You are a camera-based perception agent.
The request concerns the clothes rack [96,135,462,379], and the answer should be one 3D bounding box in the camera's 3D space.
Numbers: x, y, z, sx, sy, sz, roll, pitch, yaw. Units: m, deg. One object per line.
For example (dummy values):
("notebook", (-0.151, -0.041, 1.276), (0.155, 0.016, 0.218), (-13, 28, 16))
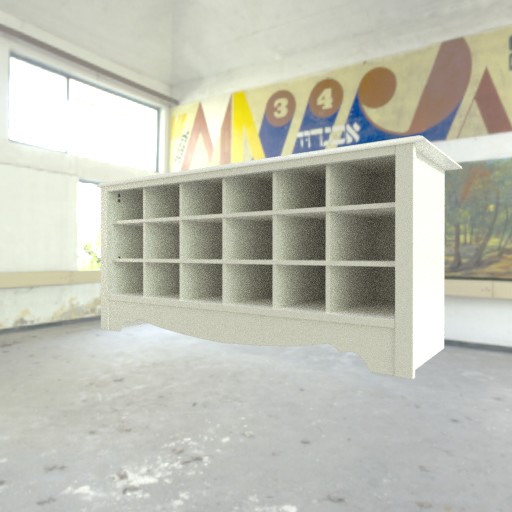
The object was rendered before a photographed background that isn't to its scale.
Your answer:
("clothes rack", (0.000, 0.000, 1.508), (1.218, 0.558, 0.405), (0, 0, 35))
